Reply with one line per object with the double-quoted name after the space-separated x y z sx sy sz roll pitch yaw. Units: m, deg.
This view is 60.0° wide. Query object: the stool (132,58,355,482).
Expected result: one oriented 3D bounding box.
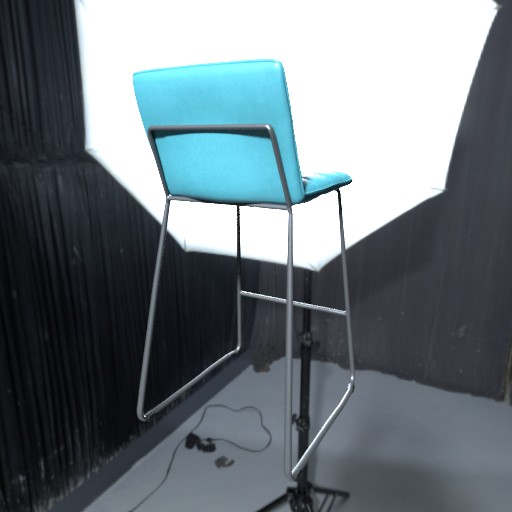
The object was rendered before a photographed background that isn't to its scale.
0.000 0.000 1.237 0.489 0.936 0.524 8 17 29 "stool"
